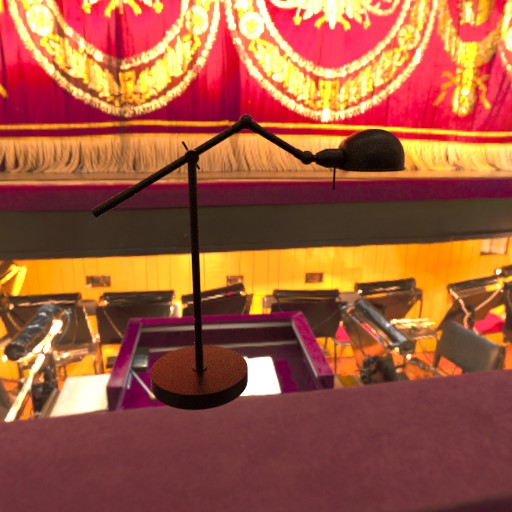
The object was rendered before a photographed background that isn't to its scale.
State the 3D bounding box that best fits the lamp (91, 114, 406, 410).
[{"bbox_3d":[0.000,0.000,0.810,0.567,0.495,0.185,-3,16,-9],"label":"lamp"}]
